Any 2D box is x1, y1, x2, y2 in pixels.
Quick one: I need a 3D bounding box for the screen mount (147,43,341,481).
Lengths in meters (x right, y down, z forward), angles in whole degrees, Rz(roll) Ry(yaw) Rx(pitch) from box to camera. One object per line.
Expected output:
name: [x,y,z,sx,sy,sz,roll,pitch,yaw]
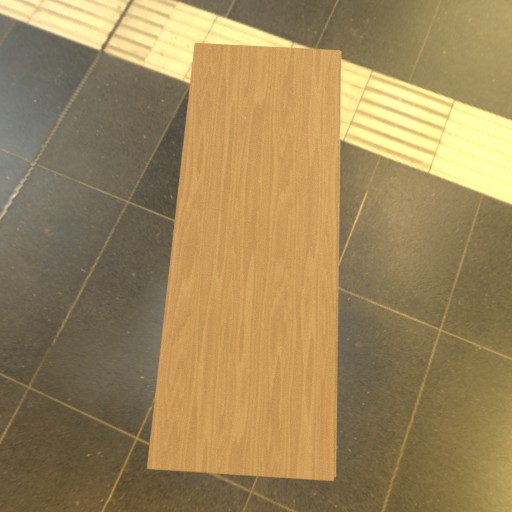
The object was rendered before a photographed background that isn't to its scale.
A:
screen mount: [0.000,0.000,1.293,0.406,0.432,1.084,3,75,1]
